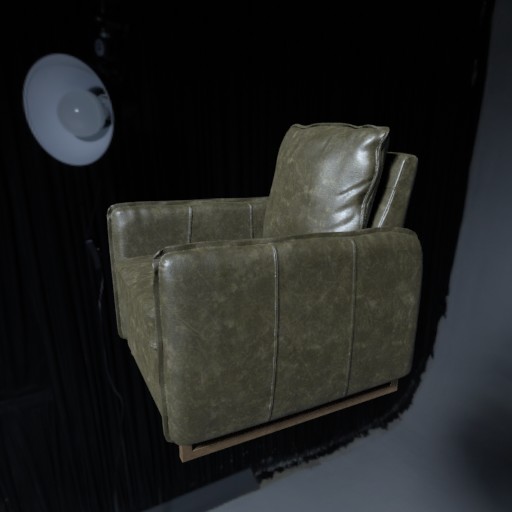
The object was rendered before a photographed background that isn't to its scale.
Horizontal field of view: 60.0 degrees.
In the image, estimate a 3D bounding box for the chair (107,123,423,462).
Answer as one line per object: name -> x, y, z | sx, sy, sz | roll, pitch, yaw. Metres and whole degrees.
chair -> 0.000, 0.000, 1.598 | 0.921, 0.921, 0.830 | -8, 18, -25
